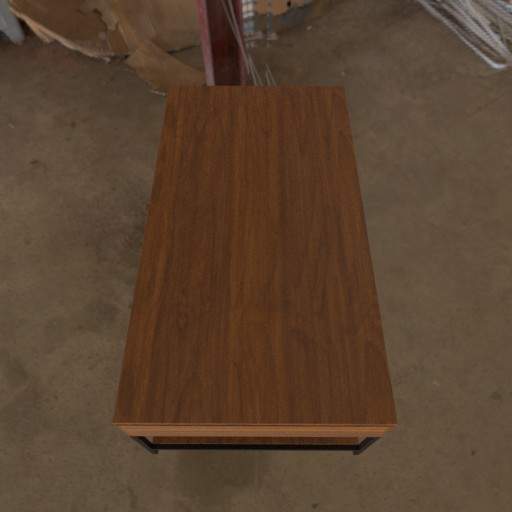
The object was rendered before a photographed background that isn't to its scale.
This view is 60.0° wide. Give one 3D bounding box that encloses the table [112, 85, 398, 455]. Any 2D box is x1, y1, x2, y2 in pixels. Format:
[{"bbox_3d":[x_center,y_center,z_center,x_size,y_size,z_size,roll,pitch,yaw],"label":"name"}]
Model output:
[{"bbox_3d":[0.000,0.000,1.347,0.574,0.414,1.057,0,58,0],"label":"table"}]
